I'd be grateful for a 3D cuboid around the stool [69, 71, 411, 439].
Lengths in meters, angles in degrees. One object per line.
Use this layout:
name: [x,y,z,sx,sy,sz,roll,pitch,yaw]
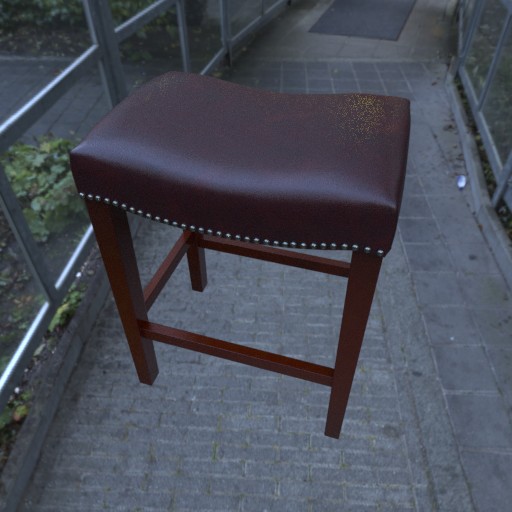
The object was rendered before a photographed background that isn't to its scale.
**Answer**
stool: [0.000,0.000,0.948,0.504,0.657,0.372,12,43,13]
